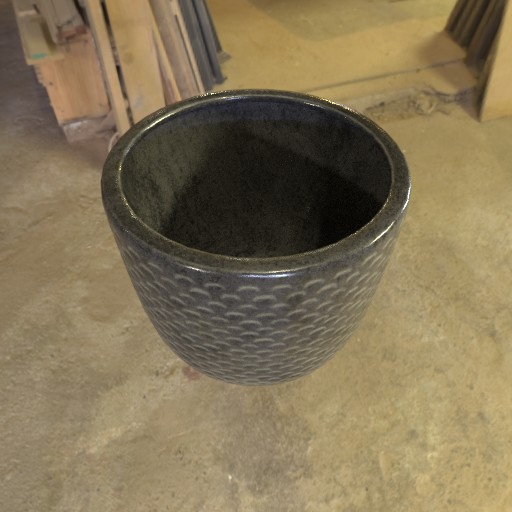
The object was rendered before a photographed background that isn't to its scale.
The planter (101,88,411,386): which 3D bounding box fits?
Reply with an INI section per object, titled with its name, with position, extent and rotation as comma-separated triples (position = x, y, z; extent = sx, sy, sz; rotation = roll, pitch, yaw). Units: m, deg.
[planter]
position = 0.000, 0.000, 0.248
extent = 0.140, 0.129, 0.140
rotation = 0, 47, 0
